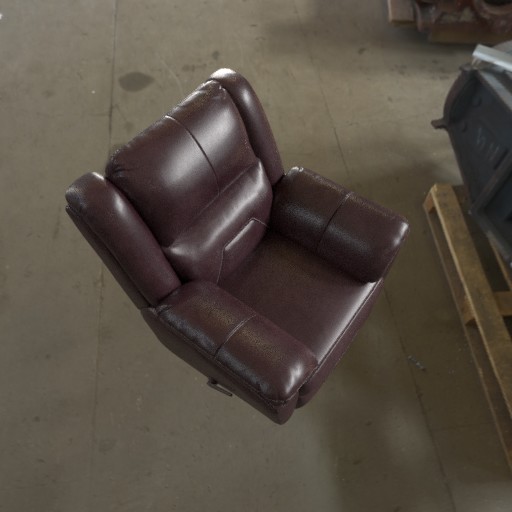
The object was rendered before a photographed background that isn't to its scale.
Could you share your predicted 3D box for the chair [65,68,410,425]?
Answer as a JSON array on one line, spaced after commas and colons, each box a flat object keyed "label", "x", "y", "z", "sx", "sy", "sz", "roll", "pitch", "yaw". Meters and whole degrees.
[{"label": "chair", "x": 0.000, "y": 0.000, "z": 1.922, "sx": 1.041, "sy": 1.093, "sz": 0.990, "roll": 33, "pitch": 64, "yaw": 19}]
